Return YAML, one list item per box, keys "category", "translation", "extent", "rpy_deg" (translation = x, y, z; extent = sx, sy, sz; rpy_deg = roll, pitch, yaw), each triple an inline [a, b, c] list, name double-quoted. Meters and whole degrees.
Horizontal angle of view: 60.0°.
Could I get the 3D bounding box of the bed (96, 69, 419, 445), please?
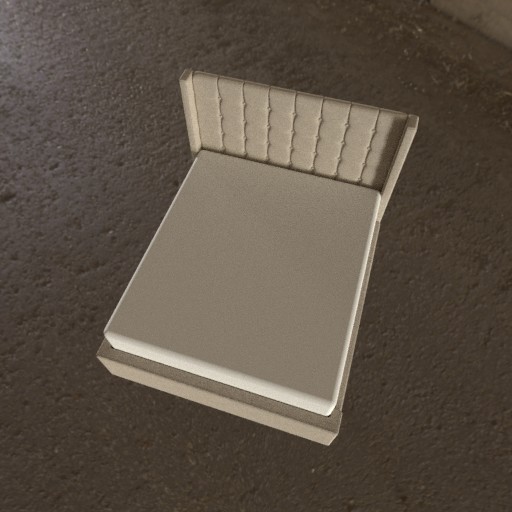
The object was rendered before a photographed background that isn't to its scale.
- category: "bed"
  translation: [0.000, 0.000, 3.889]
  extent: [2.045, 1.743, 2.370]
  rpy_deg: [15, 59, 9]
